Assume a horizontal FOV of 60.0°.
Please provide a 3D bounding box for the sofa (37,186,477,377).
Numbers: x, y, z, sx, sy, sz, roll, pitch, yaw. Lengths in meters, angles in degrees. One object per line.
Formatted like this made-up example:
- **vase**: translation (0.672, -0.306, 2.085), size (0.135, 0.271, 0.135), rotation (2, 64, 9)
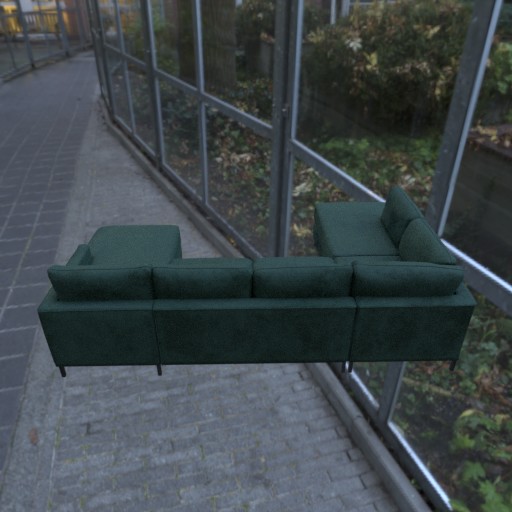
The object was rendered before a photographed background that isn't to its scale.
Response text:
- **sofa**: translation (0.000, 0.000, 3.860), size (2.994, 0.861, 1.992), rotation (-1, 31, -1)
